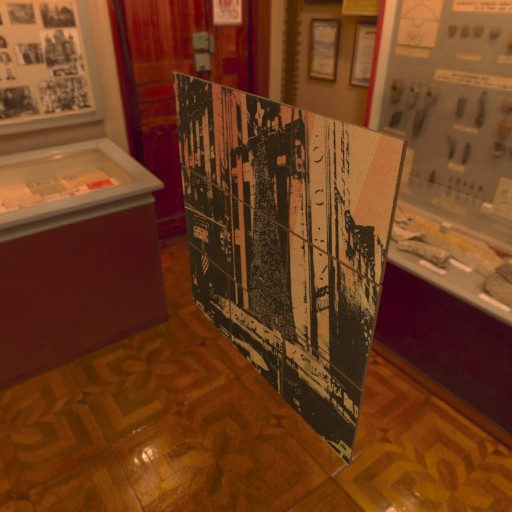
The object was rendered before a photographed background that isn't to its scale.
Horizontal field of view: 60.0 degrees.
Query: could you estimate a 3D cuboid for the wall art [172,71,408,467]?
[{"bbox_3d":[0.000,0.000,1.755,0.013,1.216,1.216,-20,36,-29],"label":"wall art"}]
